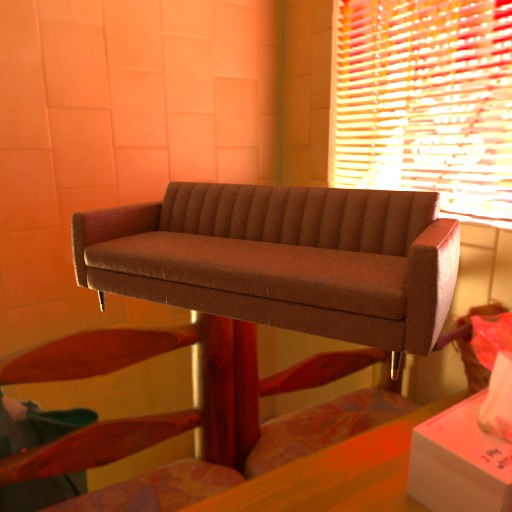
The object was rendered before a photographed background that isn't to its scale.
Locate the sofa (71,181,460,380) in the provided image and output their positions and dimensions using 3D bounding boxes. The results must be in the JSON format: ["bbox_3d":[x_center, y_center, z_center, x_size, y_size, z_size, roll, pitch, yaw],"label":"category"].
[{"bbox_3d":[0.000,0.000,2.780,2.291,0.821,0.990,7,15,28],"label":"sofa"}]
